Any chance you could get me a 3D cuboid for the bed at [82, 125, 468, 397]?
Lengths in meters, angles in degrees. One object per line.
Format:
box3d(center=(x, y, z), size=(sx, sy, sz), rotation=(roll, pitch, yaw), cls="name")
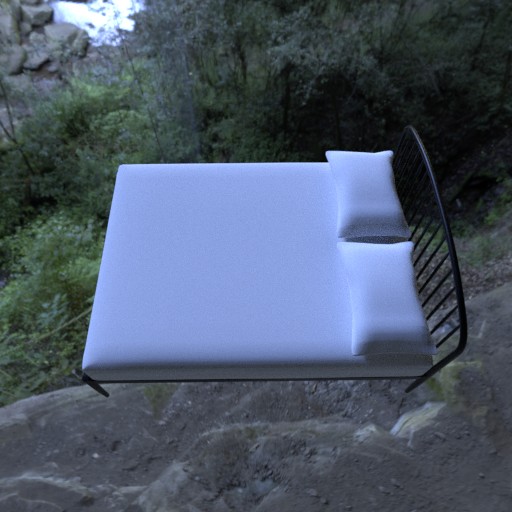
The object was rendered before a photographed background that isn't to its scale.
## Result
box3d(center=(0.000, 0.000, 3.020), size=(2.159, 1.166, 1.618), rotation=(-1, 60, 0), cls="bed")
